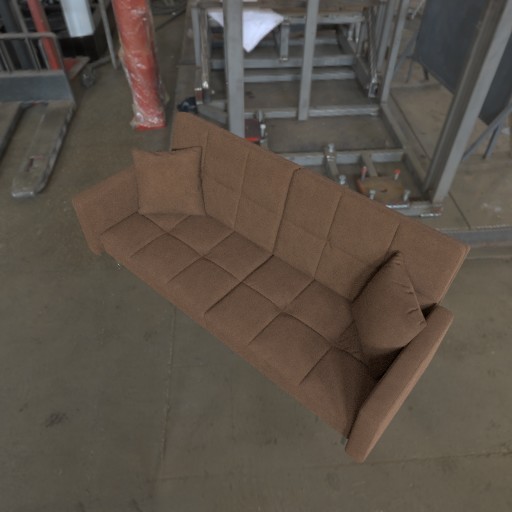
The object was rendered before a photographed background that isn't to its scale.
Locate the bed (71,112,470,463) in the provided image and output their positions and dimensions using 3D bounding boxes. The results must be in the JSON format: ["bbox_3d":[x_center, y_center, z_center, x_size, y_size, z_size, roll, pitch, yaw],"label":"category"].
[{"bbox_3d":[0.000,0.000,2.302,1.905,0.787,0.889,32,54,27],"label":"bed"}]
